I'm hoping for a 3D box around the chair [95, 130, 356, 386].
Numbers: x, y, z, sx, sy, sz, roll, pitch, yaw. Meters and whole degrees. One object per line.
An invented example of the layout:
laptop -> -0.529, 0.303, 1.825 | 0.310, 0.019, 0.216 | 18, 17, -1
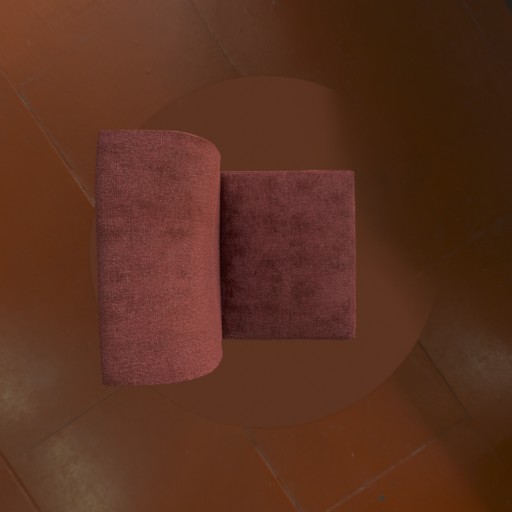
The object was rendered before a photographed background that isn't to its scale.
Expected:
chair -> 0.000, 0.000, 1.301 | 0.640, 0.846, 0.538 | 0, 90, 1
